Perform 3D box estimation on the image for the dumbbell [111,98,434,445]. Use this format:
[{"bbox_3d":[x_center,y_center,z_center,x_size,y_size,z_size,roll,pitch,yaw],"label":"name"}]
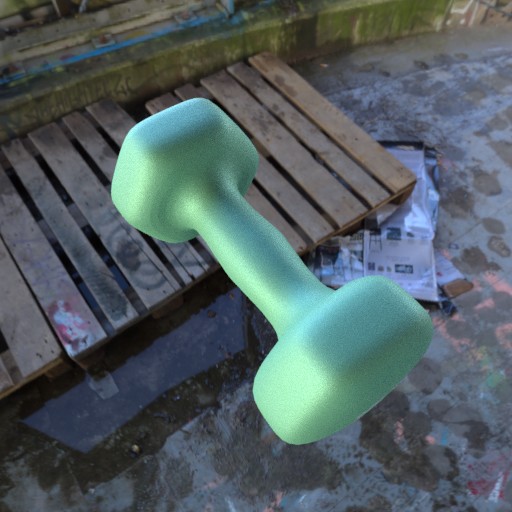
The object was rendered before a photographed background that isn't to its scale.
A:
[{"bbox_3d":[0.000,0.000,0.328,0.129,0.117,0.260,-31,62,-18],"label":"dumbbell"}]
